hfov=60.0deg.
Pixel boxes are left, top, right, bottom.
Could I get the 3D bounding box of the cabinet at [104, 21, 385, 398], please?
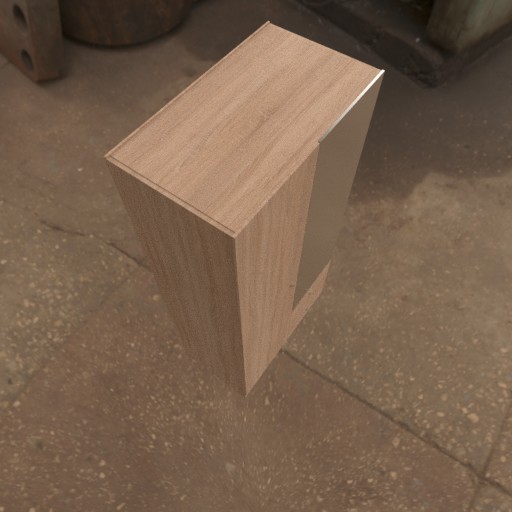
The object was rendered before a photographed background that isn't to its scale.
[{"bbox_3d":[0.000,0.000,2.573,0.590,2.121,1.001,32,64,18],"label":"cabinet"}]
